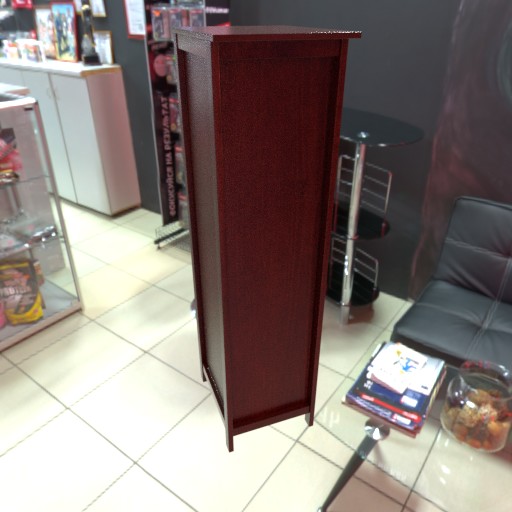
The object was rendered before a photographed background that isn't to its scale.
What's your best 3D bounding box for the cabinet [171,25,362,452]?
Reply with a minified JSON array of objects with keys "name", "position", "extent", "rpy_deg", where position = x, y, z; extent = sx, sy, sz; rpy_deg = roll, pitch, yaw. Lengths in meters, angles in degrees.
[{"name":"cabinet","position":[0.000,0.000,1.665],"extent":[0.401,1.518,0.500],"rpy_deg":[-10,31,-18]}]
